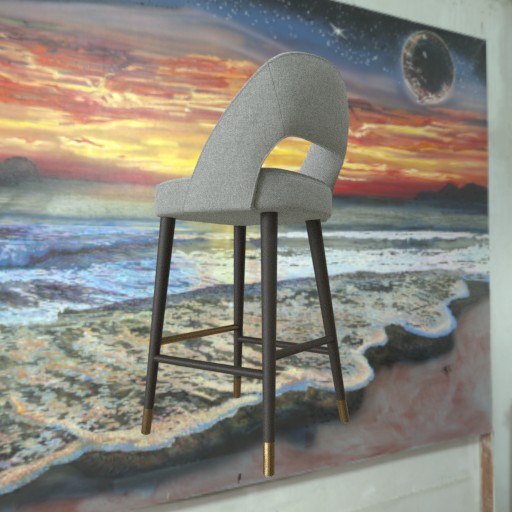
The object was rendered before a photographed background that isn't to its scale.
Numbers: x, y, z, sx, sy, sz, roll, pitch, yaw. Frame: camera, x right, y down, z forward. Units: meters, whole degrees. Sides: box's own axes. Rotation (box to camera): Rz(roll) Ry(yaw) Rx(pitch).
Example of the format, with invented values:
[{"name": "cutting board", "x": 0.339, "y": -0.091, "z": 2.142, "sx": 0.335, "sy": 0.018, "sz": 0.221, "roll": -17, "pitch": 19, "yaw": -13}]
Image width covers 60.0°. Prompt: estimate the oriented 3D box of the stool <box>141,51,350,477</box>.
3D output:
[{"name": "stool", "x": 0.000, "y": 0.000, "z": 1.330, "sx": 0.509, "sy": 1.037, "sz": 0.494, "roll": -1, "pitch": -1, "yaw": 36}]
